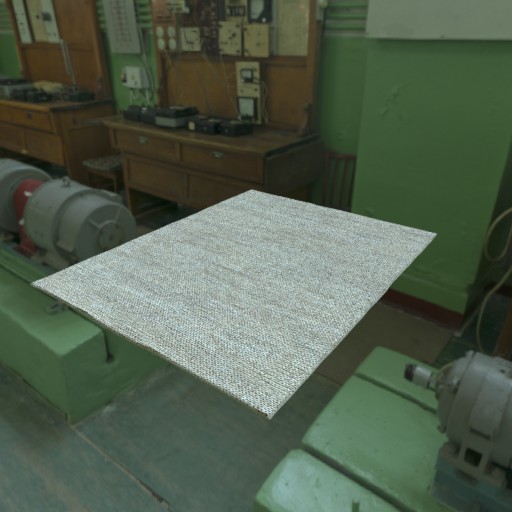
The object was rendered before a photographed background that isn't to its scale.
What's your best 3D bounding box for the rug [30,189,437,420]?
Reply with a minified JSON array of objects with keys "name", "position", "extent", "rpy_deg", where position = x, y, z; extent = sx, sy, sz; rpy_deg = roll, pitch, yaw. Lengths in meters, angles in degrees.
[{"name":"rug","position":[0.000,0.000,4.133],"extent":[2.429,0.030,3.052],"rpy_deg":[18,32,32]}]
